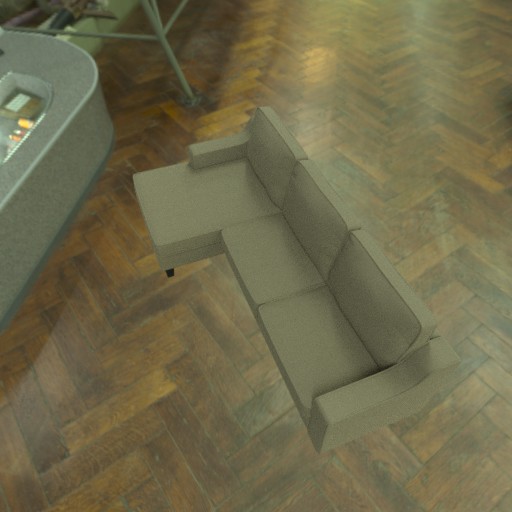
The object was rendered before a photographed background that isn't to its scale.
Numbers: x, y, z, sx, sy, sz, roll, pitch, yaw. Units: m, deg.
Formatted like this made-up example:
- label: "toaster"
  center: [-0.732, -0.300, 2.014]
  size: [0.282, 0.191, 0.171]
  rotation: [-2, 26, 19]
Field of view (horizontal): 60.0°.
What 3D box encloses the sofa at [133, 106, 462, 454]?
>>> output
- label: "sofa"
  center: [0.000, 0.000, 3.114]
  size: [1.294, 0.928, 2.561]
  rotation: [-17, 51, -14]
